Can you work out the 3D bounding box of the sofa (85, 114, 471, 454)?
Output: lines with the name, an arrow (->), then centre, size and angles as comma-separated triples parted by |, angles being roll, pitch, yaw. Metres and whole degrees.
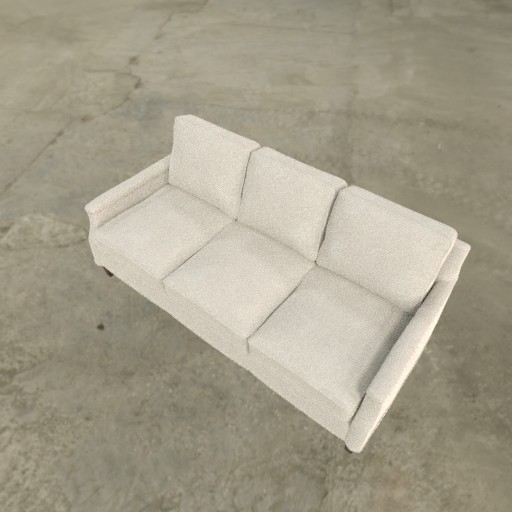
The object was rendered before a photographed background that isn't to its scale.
sofa -> 0.000, 0.000, 2.847 | 2.246, 1.003, 1.084 | 30, 53, 26
